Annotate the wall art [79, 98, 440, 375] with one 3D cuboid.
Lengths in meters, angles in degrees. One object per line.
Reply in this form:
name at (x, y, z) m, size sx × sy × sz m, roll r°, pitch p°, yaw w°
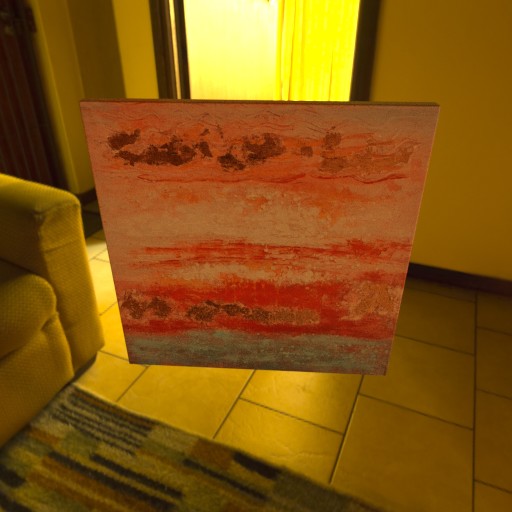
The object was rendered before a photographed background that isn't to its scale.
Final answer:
wall art at (0.000, 0.000, 1.112) m, size 0.747 × 0.747 × 0.035 m, roll 2°, pitch 30°, yaw 3°
